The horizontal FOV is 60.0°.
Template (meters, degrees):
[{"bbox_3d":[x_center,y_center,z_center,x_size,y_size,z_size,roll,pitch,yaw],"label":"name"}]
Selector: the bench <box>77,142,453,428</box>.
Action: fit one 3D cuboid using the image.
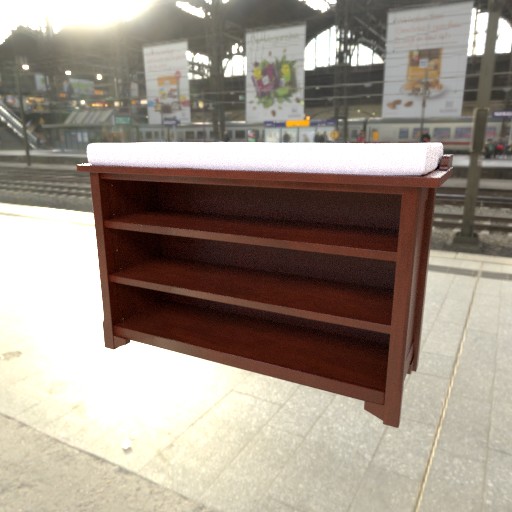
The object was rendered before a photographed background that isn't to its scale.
[{"bbox_3d":[0.000,0.000,1.302,0.987,0.646,0.369,7,17,26],"label":"bench"}]
